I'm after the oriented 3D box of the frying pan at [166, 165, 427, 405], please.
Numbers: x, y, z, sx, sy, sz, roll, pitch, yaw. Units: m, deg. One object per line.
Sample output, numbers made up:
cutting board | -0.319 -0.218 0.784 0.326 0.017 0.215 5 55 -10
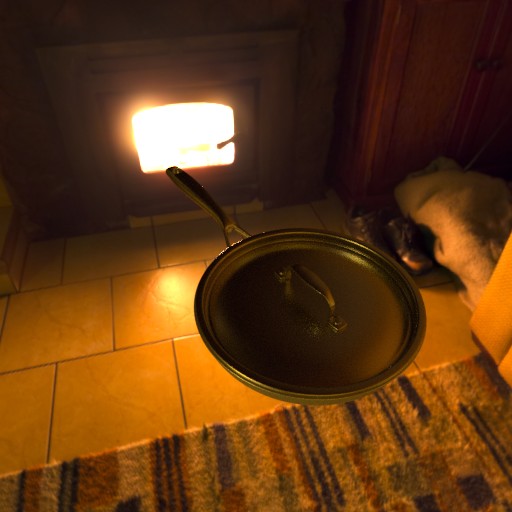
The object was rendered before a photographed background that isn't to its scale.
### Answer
frying pan | 0.000 0.000 0.604 0.272 0.086 0.490 -24 46 -26
